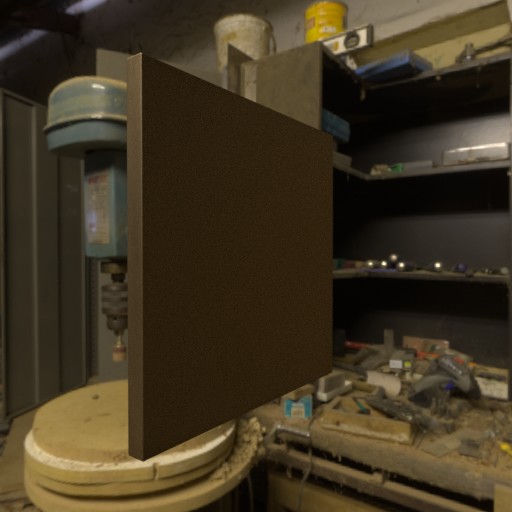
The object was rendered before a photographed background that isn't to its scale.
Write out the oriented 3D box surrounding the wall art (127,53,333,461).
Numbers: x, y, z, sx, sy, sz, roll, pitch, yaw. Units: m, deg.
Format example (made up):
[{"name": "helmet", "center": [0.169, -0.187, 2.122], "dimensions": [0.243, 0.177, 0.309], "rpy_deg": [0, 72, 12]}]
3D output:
[{"name": "wall art", "center": [0.000, 0.000, 0.756], "dimensions": [0.030, 0.506, 0.503], "rpy_deg": [1, 1, 37]}]
